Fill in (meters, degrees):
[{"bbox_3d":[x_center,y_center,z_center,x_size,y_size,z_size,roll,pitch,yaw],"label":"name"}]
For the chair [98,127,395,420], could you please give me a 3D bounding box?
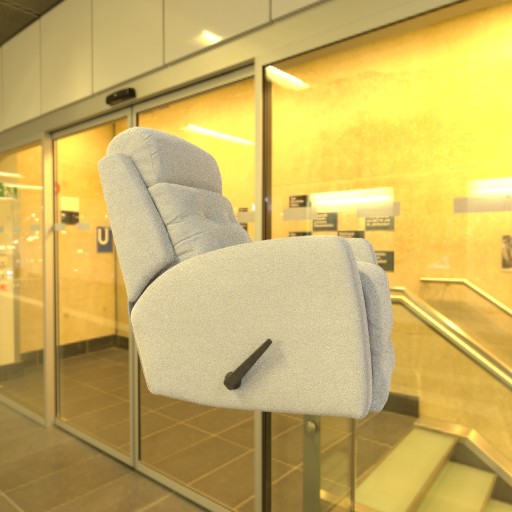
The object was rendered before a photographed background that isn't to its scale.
[{"bbox_3d":[0.000,0.000,1.750,1.043,1.013,0.798,1,2,20],"label":"chair"}]
